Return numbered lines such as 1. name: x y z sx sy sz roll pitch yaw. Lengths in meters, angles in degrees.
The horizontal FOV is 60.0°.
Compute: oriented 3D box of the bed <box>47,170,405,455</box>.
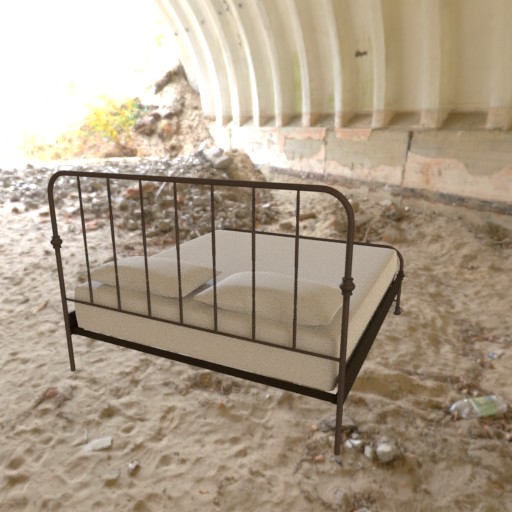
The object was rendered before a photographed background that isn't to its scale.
1. bed: 0.000 0.000 3.509 2.044 1.446 2.134 8 18 25
